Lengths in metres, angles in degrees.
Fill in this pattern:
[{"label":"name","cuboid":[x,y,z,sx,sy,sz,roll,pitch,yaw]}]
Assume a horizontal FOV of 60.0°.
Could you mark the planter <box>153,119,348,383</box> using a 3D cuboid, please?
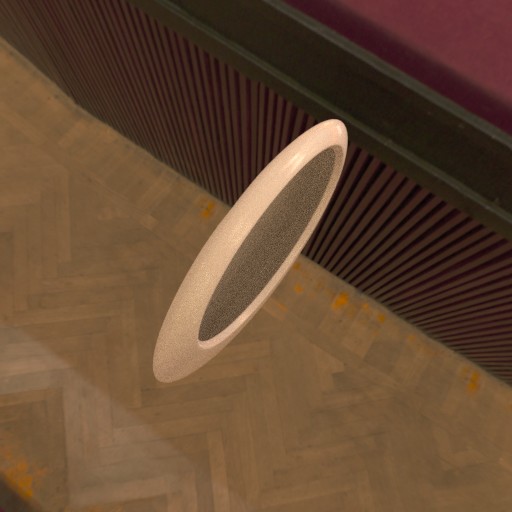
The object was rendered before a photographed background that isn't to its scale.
[{"label":"planter","cuboid":[0.000,0.000,0.275,0.043,0.188,0.185,35,79,8]}]
